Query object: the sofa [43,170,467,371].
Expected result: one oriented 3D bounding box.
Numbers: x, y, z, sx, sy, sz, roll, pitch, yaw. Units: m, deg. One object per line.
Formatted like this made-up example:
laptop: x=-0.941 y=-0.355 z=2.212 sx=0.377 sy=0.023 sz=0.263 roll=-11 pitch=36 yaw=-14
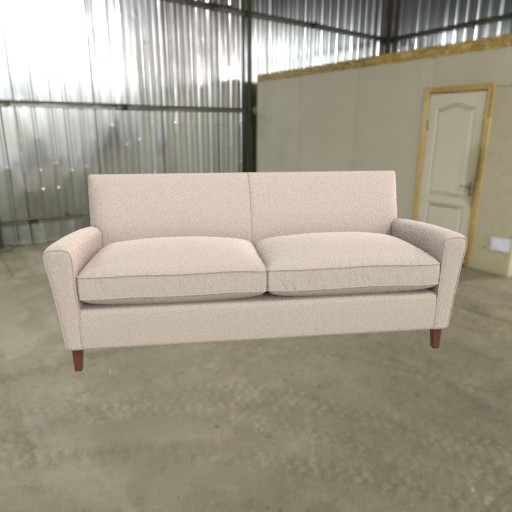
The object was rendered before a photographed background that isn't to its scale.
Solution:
sofa: x=0.000 y=0.000 z=2.484 sx=2.000 sy=0.846 sz=0.875 roll=-2 pitch=17 yaw=-7
